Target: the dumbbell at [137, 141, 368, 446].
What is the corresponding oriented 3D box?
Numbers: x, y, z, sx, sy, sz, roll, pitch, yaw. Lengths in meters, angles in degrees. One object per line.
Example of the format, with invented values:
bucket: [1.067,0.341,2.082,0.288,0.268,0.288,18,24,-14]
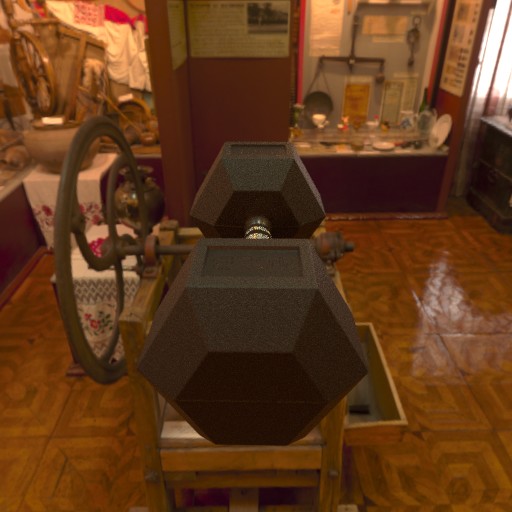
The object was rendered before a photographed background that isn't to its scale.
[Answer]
dumbbell: [0.000,0.000,0.432,0.157,0.137,0.361,1,30,1]
